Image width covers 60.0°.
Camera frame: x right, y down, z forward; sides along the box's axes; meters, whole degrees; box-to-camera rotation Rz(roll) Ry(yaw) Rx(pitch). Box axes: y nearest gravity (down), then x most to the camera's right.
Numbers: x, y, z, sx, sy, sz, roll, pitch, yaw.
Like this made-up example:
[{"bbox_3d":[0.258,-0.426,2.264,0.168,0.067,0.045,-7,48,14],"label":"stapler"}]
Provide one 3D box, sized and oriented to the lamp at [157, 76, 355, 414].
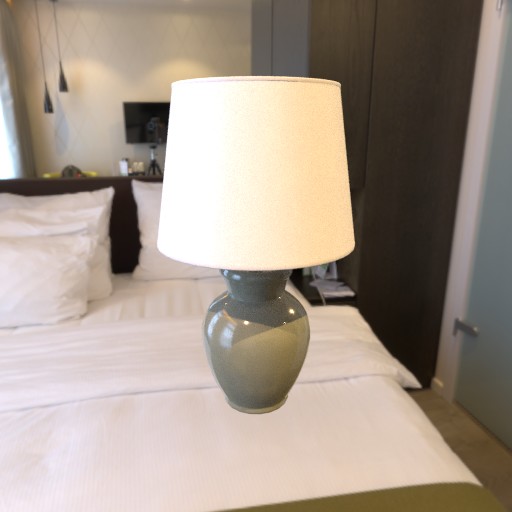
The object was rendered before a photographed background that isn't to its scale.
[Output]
[{"bbox_3d":[0.000,0.000,0.555,0.239,0.399,0.239,0,16,0],"label":"lamp"}]
